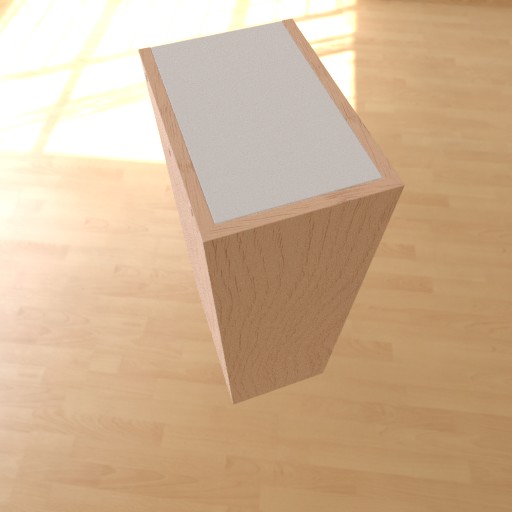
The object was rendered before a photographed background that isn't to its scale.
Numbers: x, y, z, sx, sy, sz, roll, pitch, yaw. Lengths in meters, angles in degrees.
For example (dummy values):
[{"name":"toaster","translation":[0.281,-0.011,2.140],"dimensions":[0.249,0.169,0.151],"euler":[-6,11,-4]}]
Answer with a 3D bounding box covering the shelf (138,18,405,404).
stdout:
[{"name":"shelf","translation":[0.000,0.000,0.728],"dimensions":[0.200,0.600,0.290],"euler":[-16,60,-10]}]
